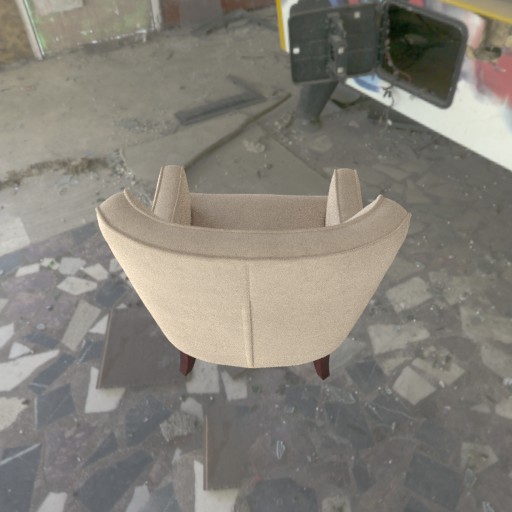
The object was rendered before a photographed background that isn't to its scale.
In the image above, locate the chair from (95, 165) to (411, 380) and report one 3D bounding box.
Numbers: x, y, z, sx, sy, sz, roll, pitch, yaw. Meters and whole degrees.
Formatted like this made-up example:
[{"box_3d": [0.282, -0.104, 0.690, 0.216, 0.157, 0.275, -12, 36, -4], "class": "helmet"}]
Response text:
[{"box_3d": [0.000, 0.000, 1.574, 0.781, 0.920, 0.910, 1, 46, 1], "class": "chair"}]
